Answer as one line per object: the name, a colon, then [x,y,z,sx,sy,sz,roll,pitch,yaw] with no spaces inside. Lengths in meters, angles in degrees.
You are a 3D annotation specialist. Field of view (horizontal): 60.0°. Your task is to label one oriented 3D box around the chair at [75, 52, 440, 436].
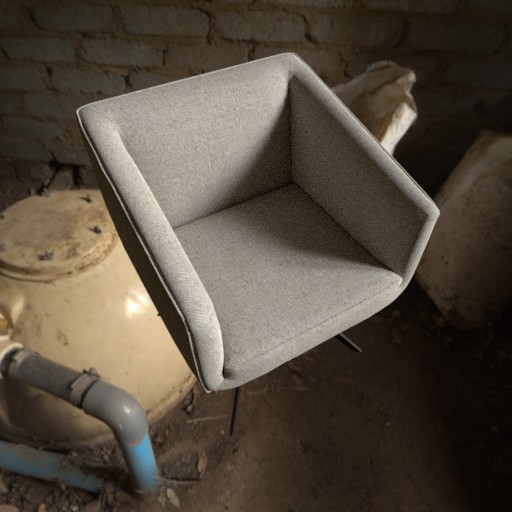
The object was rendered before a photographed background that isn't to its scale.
chair: [0.000,0.000,1.216,0.628,0.760,0.623,-24,52,-20]
